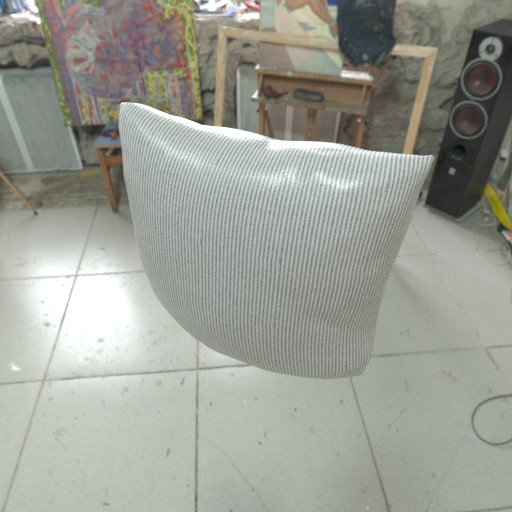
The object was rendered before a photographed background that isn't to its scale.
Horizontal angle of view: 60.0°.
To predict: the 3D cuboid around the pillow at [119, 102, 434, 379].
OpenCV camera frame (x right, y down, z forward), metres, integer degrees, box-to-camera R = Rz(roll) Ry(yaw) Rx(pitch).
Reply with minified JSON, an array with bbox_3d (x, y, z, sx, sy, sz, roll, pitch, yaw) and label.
[{"bbox_3d":[0.000,0.000,0.716,0.310,0.432,0.387,-24,47,-25],"label":"pillow"}]
